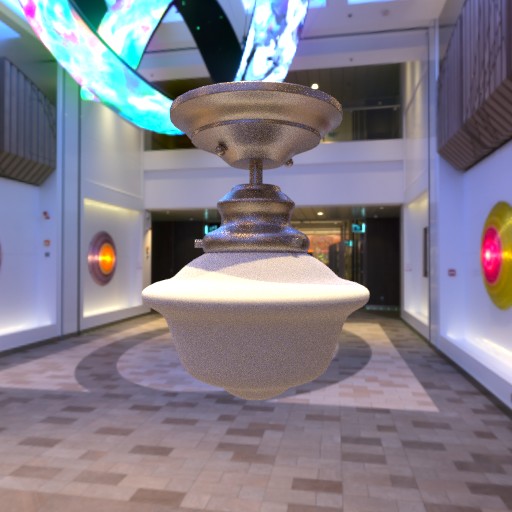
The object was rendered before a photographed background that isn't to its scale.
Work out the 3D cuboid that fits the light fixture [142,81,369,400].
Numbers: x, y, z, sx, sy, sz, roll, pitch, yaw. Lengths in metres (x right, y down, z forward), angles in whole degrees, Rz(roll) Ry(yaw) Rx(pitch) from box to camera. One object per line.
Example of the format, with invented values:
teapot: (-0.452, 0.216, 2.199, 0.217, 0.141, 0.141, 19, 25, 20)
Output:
light fixture: (0.000, 0.000, 0.397, 0.199, 0.254, 0.199, 0, -1, 0)
